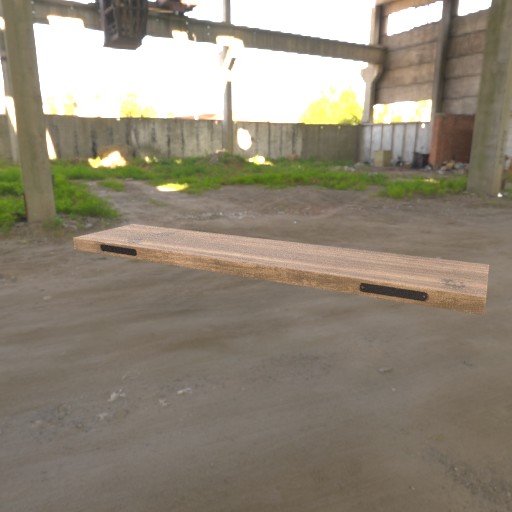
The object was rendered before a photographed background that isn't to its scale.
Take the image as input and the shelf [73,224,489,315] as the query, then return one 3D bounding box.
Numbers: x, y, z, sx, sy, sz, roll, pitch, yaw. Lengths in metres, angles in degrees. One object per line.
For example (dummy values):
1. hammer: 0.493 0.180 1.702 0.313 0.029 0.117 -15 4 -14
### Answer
1. shelf: 0.000 0.000 0.655 0.610 0.020 0.140 8 17 27
